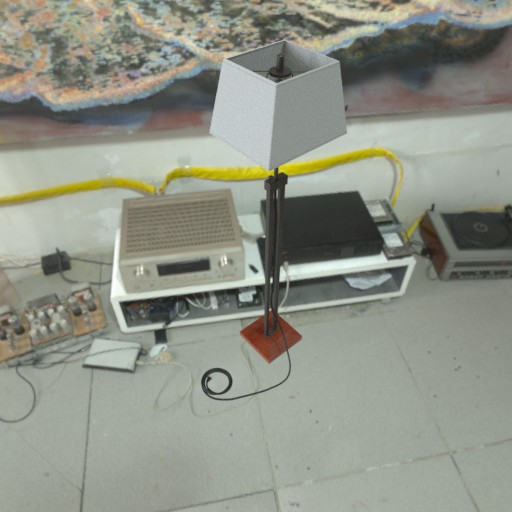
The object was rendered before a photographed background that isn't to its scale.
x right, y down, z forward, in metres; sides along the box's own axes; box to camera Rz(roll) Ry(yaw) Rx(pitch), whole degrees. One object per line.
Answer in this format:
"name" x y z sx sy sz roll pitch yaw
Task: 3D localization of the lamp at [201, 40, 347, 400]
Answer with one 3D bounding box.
"lamp" 0.000 0.000 2.058 0.745 1.712 0.472 -31 52 -27
